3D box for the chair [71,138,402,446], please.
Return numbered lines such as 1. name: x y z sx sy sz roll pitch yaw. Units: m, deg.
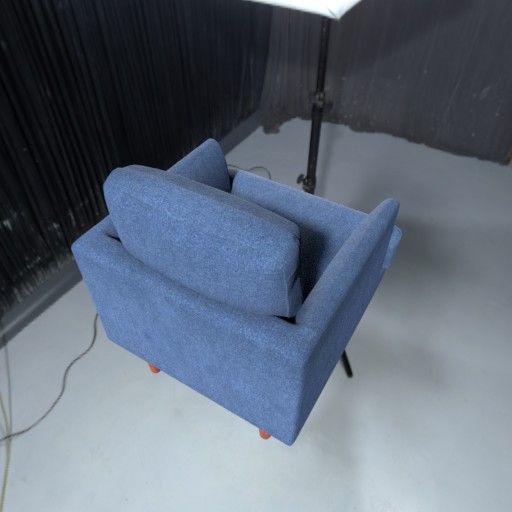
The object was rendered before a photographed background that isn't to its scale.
1. chair: 0.000 0.000 1.645 0.858 0.957 0.899 23 50 21
